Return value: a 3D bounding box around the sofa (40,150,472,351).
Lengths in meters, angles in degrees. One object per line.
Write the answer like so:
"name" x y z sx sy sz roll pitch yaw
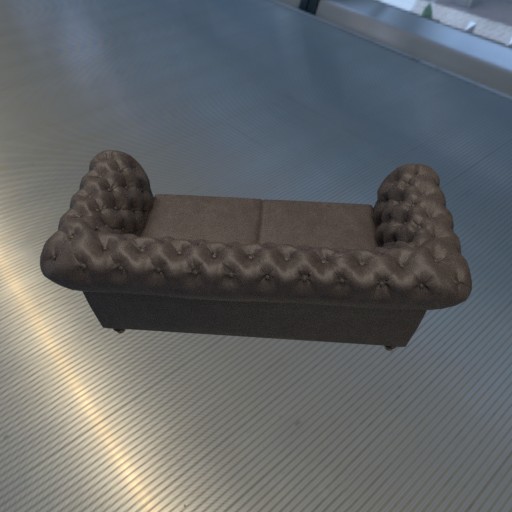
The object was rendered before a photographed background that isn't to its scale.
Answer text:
"sofa" 0.000 0.000 2.515 2.048 0.779 0.944 3 47 3
